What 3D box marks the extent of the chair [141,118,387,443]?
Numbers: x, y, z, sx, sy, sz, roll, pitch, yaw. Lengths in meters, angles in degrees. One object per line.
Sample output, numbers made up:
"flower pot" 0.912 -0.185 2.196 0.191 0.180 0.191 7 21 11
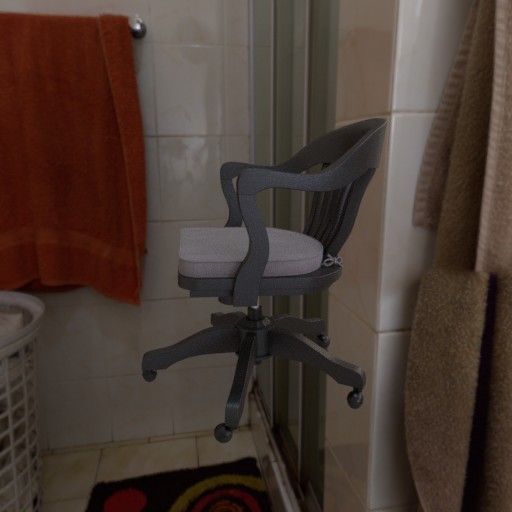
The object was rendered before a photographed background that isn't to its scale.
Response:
"chair" 0.000 0.000 1.468 0.788 0.878 0.750 -2 14 -8
